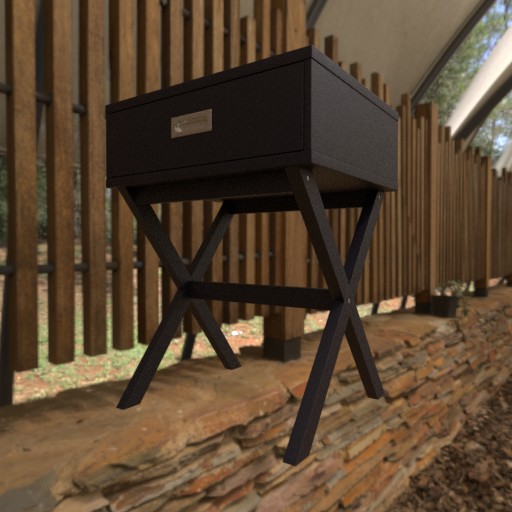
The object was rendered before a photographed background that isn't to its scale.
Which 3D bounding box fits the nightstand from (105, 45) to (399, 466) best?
[{"bbox_3d":[0.000,0.000,0.946,0.479,0.623,0.402,1,1,35],"label":"nightstand"}]
